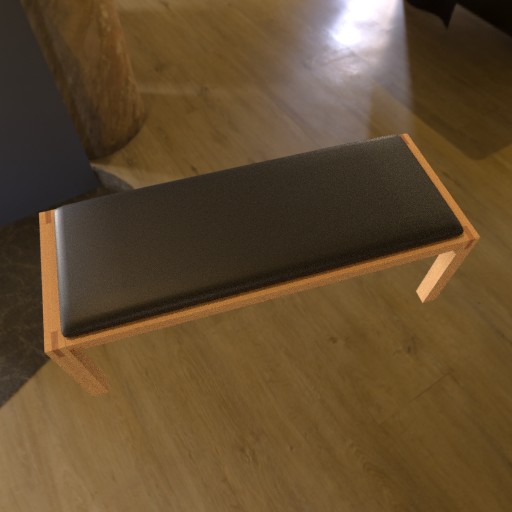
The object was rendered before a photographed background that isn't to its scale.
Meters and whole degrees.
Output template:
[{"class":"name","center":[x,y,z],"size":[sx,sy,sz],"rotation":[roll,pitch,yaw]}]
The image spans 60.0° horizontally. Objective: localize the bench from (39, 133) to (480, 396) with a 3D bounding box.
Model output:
[{"class":"bench","center":[0.000,0.000,1.423],"size":[1.202,0.430,0.450],"rotation":[-14,58,-9]}]
